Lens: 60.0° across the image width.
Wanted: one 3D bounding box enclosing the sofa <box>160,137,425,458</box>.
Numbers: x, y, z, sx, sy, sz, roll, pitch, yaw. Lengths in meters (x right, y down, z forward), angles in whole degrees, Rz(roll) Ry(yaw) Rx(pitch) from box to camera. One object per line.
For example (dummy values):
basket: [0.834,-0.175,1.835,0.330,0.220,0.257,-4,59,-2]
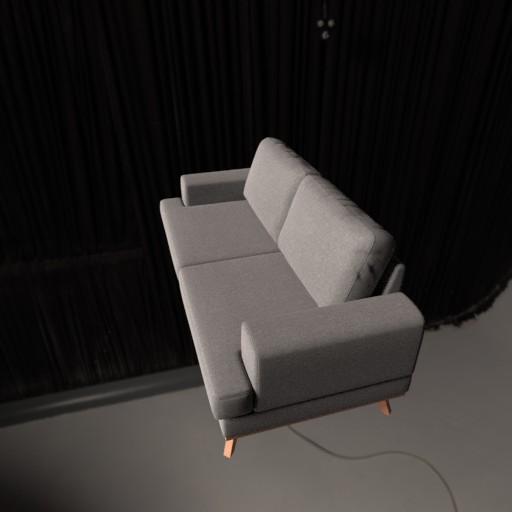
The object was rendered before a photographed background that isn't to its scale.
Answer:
sofa: [0.000,0.000,2.191,0.785,0.810,1.650,-9,33,-14]
